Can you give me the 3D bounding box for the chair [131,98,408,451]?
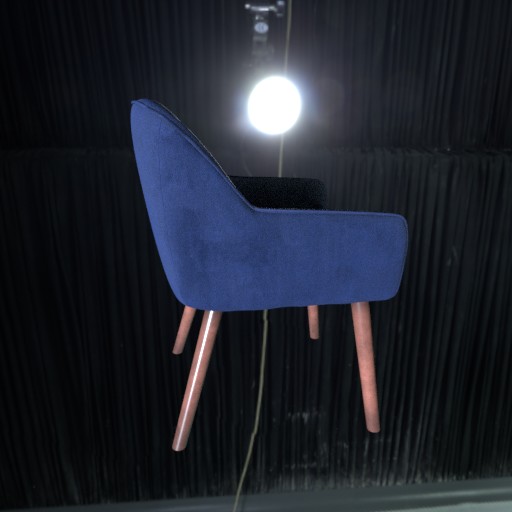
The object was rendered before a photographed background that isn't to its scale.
[{"bbox_3d":[0.000,0.000,1.242,0.600,0.820,0.600,-3,18,-10],"label":"chair"}]
